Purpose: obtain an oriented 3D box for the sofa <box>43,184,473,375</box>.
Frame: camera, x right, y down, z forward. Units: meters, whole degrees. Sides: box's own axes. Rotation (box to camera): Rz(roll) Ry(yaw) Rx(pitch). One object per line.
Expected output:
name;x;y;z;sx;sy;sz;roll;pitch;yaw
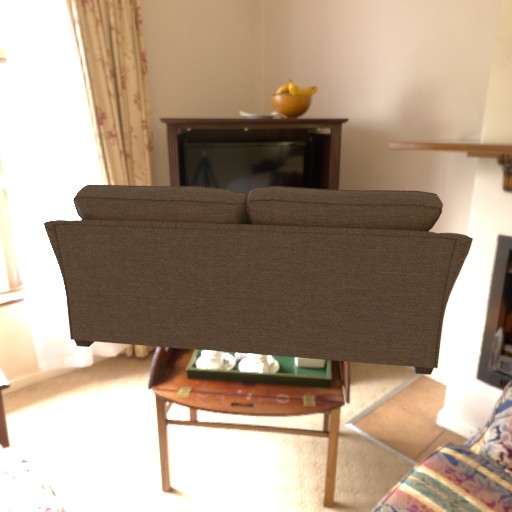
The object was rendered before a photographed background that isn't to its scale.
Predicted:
sofa;0.000;0.000;2.788;2.270;0.950;0.971;3;16;9
